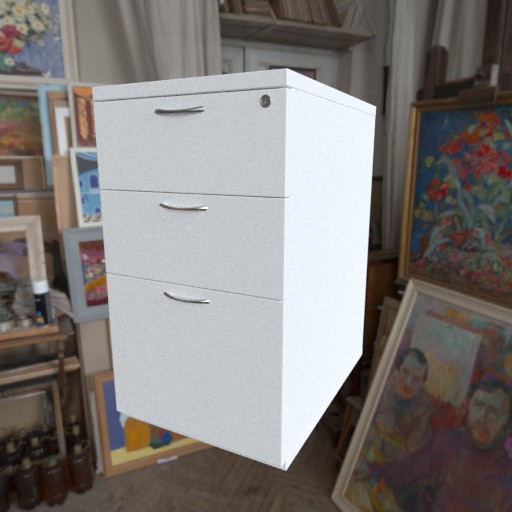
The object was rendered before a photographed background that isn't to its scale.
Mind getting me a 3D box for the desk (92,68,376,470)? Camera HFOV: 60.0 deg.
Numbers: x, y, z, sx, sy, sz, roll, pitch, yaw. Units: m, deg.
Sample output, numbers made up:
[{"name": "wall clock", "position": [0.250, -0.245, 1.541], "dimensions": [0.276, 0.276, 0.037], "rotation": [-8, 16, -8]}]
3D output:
[{"name": "desk", "position": [0.000, 0.000, 1.080], "dimensions": [0.404, 0.730, 0.600], "rotation": [6, 14, 27]}]
